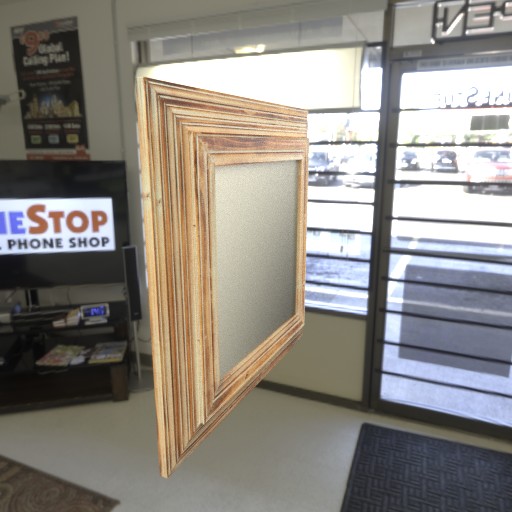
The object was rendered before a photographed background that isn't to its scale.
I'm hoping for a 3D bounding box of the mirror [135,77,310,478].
[{"bbox_3d":[0.000,0.000,1.194,0.061,0.804,0.804,7,16,26],"label":"mirror"}]
